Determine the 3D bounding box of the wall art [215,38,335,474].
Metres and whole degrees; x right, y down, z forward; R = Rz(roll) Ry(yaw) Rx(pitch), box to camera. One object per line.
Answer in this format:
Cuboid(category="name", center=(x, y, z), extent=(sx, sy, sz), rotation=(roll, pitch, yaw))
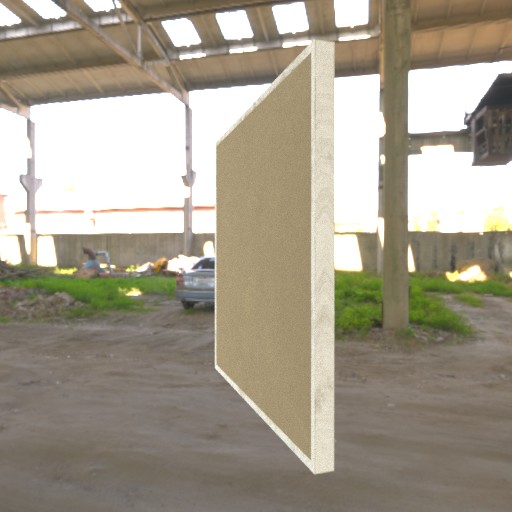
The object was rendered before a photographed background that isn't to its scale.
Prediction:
Cuboid(category="wall art", center=(0.000, 0.000, 1.135), extent=(0.038, 0.757, 0.760), rotation=(0, 0, -18))
